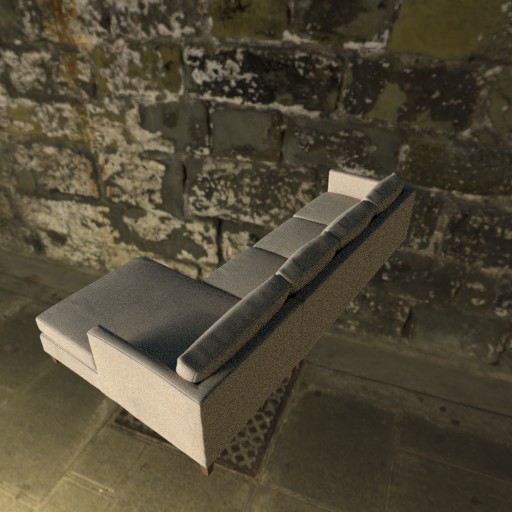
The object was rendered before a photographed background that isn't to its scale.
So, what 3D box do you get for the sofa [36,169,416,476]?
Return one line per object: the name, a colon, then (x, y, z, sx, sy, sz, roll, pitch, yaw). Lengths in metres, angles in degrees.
sofa: (0.000, 0.000, 3.821, 1.625, 0.846, 3.186, 22, 39, 29)
